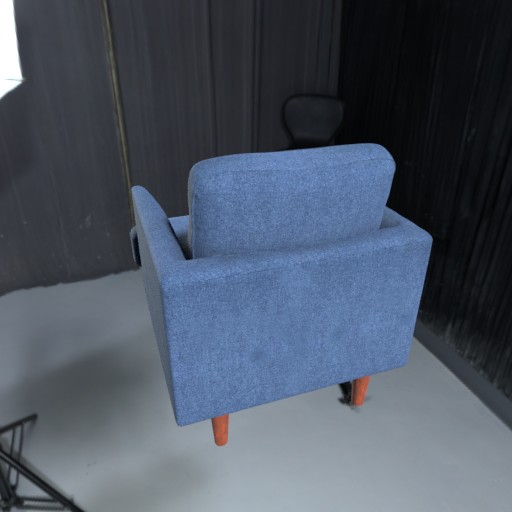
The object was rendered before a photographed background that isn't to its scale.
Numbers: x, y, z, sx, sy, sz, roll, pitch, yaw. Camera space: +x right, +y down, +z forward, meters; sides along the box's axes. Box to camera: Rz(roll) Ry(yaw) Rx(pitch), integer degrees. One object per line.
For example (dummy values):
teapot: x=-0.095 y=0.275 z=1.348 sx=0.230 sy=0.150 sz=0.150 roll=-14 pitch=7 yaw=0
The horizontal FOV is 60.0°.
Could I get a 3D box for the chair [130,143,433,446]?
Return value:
chair: x=0.000 y=0.000 z=1.670 sx=0.858 sy=0.957 sz=0.899 roll=-9 pitch=30 yaw=-17
